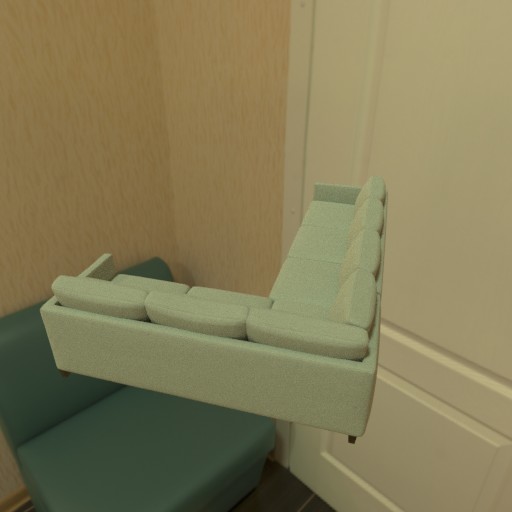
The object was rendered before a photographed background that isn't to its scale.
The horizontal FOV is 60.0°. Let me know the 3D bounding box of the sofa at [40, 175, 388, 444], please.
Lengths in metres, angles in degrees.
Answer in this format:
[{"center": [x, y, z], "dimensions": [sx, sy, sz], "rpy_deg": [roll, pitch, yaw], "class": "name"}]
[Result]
[{"center": [0.000, 0.000, 4.530], "dimensions": [2.522, 0.934, 3.333], "rpy_deg": [8, 30, 14], "class": "sofa"}]
